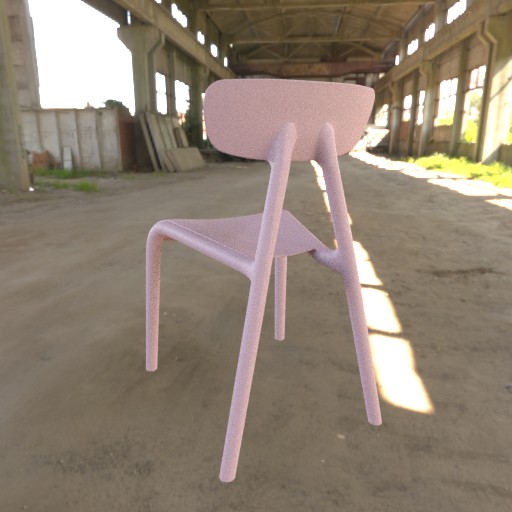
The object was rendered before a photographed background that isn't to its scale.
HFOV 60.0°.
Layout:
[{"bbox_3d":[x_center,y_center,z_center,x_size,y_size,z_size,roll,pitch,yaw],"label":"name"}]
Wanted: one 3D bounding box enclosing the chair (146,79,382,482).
[{"bbox_3d":[0.000,0.000,0.832,0.356,0.580,0.401,-8,17,-26],"label":"chair"}]
